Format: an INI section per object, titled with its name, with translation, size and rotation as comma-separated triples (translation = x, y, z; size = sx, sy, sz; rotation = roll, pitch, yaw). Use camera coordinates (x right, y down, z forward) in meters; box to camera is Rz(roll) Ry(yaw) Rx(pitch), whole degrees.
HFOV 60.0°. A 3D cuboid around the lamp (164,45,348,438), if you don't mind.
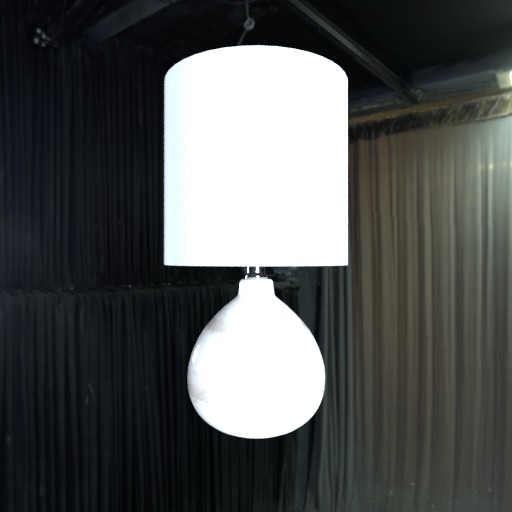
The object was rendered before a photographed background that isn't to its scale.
[lamp]
translation = 0.000, 0.000, 0.533
size = 0.217, 0.404, 0.217
rotation = 0, 0, 34
